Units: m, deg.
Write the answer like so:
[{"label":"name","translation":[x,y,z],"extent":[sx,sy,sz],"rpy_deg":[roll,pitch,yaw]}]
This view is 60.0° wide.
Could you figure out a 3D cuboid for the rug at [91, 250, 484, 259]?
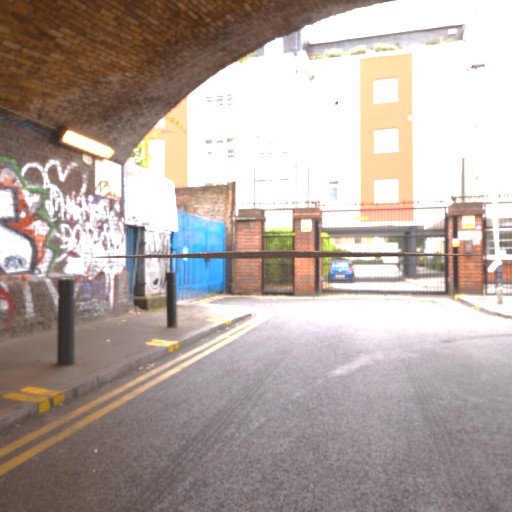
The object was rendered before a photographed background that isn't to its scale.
[{"label":"rug","translation":[0.000,0.000,2.253],"extent":[1.148,0.010,1.754],"rpy_deg":[1,-1,-36]}]
